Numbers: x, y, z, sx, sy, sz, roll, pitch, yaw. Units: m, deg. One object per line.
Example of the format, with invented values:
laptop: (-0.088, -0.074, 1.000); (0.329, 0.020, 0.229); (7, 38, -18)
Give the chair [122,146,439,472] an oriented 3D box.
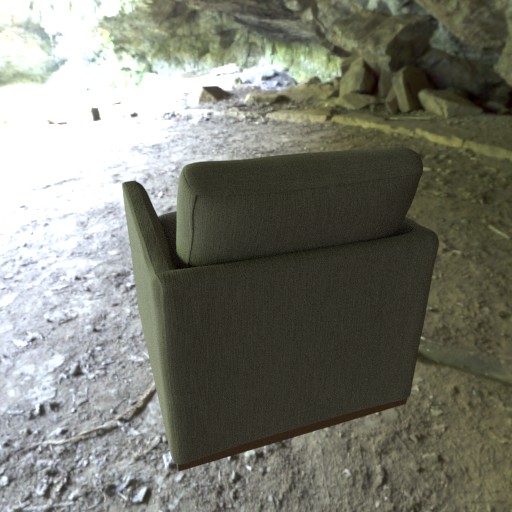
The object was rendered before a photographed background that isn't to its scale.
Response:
chair: (0.000, 0.000, 1.466); (0.763, 0.811, 0.834); (-9, 27, -18)
